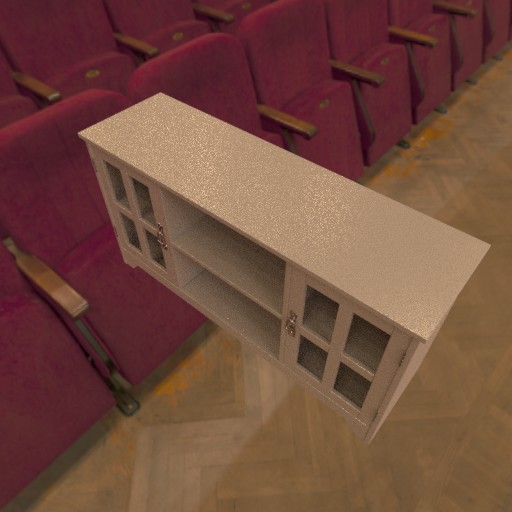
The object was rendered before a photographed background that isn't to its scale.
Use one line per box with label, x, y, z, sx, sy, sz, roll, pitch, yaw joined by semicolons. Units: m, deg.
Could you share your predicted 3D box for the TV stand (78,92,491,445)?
TV stand;0.000;0.000;1.437;1.167;0.603;0.344;32;55;26
